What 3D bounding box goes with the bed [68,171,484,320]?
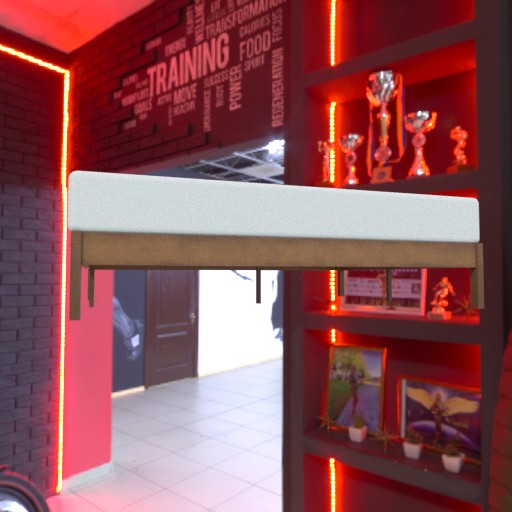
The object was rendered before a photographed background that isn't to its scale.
[{"bbox_3d":[0.000,0.000,2.766,2.050,0.593,1.529,1,-3,-18],"label":"bed"}]
